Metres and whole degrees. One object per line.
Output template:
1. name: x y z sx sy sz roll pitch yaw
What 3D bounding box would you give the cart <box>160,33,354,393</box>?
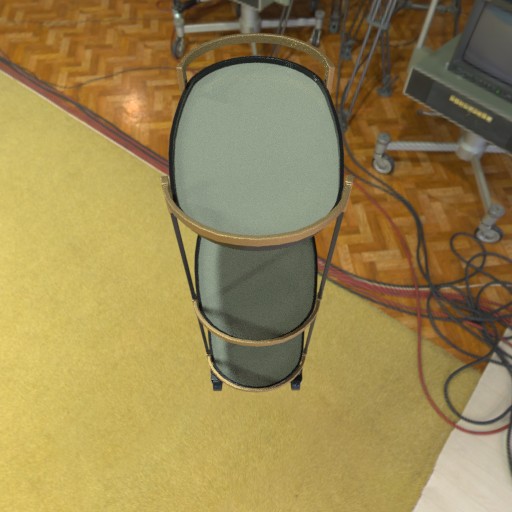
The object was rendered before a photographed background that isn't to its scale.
1. cart: 0.000 0.000 1.134 0.311 0.885 0.515 0 57 0
